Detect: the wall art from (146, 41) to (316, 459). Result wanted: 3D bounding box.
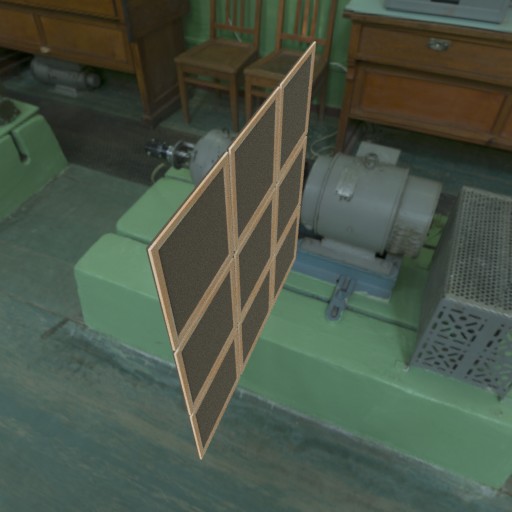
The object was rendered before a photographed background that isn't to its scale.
[{"bbox_3d":[0.000,0.000,1.760,0.013,1.218,1.216,16,48,15],"label":"wall art"}]
